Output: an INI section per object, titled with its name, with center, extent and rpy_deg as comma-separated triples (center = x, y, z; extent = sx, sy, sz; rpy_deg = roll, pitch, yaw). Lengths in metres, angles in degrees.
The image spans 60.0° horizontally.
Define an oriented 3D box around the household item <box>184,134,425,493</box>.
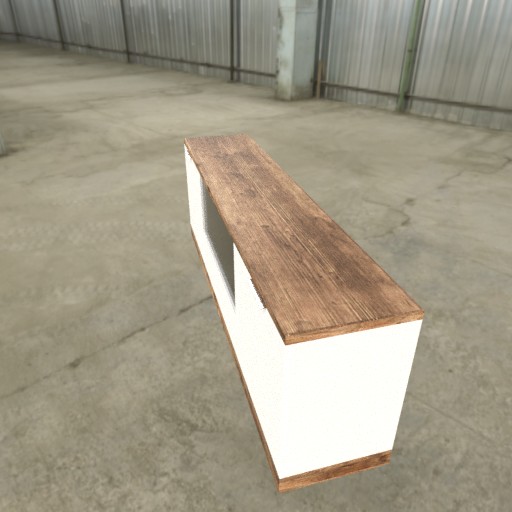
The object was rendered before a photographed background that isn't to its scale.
[household item]
center = 0.000, 0.000, 1.986
extent = 0.390, 0.615, 1.800
rpy_deg = -8, 31, -13
